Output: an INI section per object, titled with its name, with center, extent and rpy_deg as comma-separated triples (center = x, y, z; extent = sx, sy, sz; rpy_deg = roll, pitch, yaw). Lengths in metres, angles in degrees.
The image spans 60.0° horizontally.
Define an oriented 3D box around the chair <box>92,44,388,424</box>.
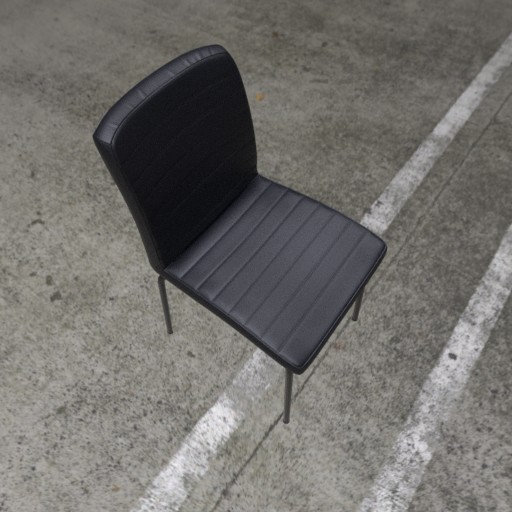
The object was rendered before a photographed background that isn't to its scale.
[chair]
center = 0.000, 0.000, 1.193
extent = 0.572, 0.872, 0.450
rpy_deg = 32, 63, 18
